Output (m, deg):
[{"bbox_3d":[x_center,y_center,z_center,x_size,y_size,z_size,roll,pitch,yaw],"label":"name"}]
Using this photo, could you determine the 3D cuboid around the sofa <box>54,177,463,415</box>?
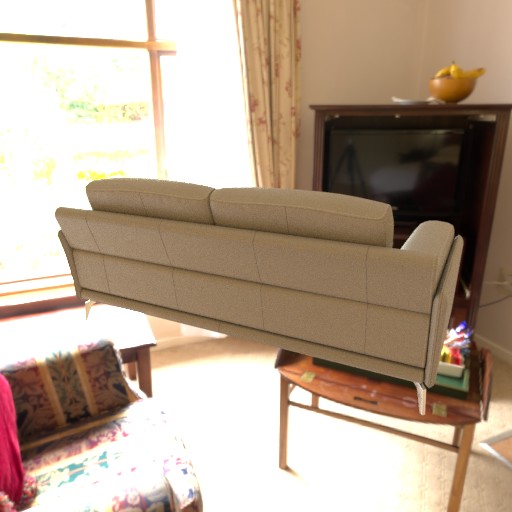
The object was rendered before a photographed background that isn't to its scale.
[{"bbox_3d":[0.000,0.000,2.547,2.101,0.930,1.049,9,20,26],"label":"sofa"}]
